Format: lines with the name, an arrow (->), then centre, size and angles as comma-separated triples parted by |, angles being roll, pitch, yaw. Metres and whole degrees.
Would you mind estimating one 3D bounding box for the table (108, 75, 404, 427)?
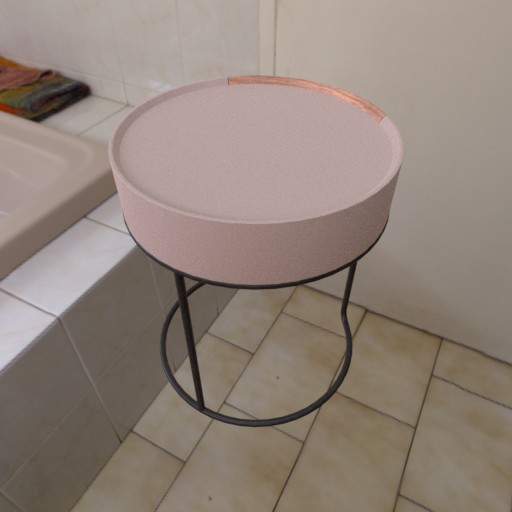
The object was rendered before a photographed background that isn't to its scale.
table -> 0.000, 0.000, 0.870 | 0.450, 0.530, 0.450 | 0, 44, 0
